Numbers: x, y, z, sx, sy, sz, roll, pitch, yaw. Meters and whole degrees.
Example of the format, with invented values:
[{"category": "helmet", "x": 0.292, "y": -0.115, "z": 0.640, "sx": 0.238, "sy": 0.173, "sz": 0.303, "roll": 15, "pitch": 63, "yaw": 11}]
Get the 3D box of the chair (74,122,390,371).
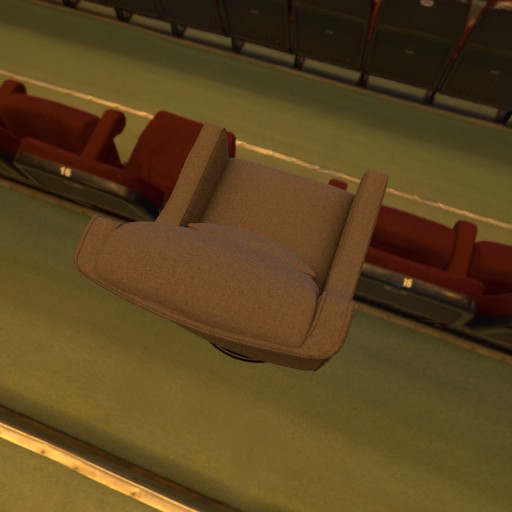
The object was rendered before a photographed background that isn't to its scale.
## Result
[{"category": "chair", "x": 0.000, "y": 0.000, "z": 1.592, "sx": 0.732, "sy": 0.993, "sz": 0.879, "roll": 18, "pitch": 65, "yaw": 9}]
